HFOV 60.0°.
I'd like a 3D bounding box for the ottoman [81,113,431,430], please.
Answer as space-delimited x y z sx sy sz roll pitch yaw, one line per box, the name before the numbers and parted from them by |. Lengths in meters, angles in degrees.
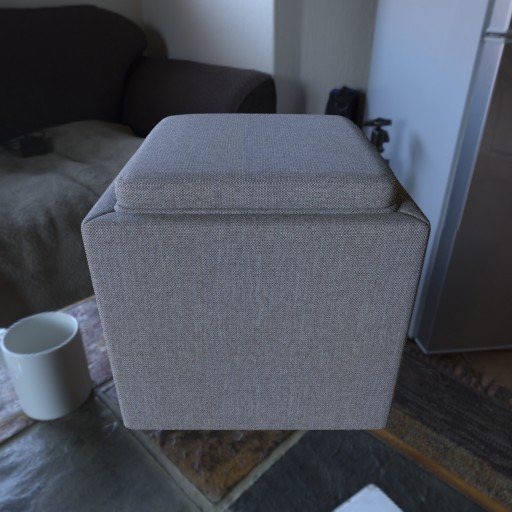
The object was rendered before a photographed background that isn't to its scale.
ottoman | 0.000 0.000 0.830 0.450 0.460 0.450 0 30 0
